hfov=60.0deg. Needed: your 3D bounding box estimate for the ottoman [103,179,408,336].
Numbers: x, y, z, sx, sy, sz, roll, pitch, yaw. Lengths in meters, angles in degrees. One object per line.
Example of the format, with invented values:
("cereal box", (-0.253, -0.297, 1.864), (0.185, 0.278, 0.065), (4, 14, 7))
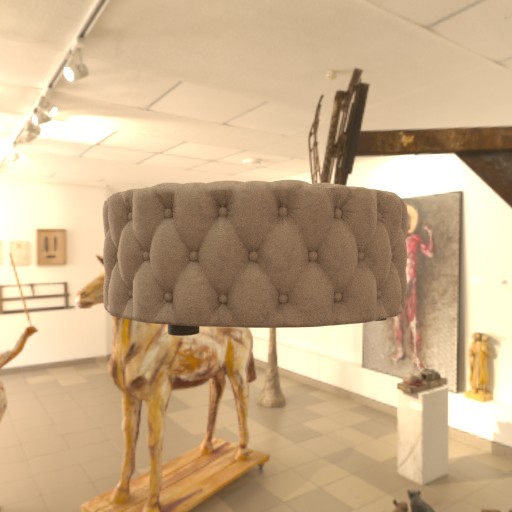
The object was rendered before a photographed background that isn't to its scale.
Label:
("ottoman", (0.000, 0.000, 1.519), (0.998, 0.399, 0.998), (0, 1, 0))
